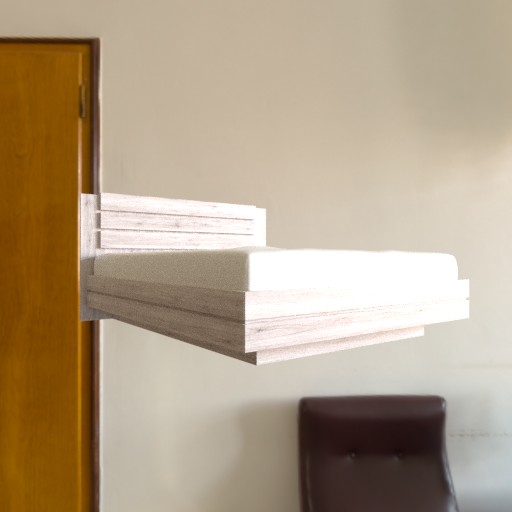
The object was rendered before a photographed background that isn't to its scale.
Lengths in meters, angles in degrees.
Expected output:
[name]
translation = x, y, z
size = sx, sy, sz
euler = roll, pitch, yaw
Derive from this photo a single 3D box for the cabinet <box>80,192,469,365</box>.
[cabinet]
translation = 0.000, 0.000, 3.012
size = 1.750, 0.970, 2.080
euler = 0, 0, -37
